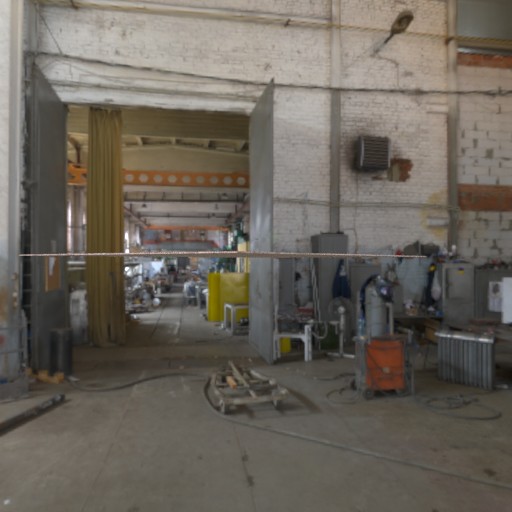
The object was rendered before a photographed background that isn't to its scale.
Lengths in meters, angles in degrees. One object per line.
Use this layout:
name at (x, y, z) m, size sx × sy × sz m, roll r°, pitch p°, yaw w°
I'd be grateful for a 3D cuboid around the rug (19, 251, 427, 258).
rug at (0.000, 0.000, 2.302) m, size 1.219 × 0.005 × 1.829 m, roll 0°, pitch -1°, yaw 36°
